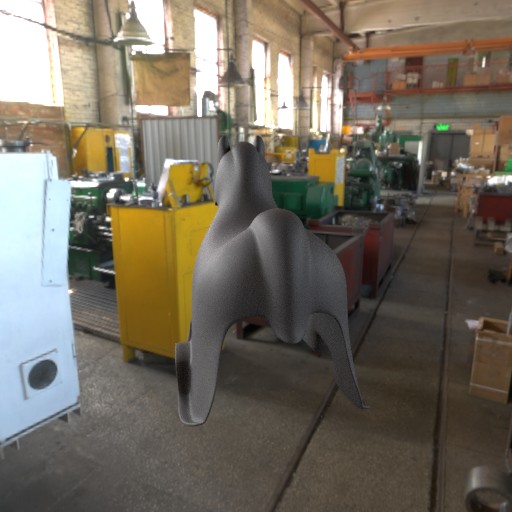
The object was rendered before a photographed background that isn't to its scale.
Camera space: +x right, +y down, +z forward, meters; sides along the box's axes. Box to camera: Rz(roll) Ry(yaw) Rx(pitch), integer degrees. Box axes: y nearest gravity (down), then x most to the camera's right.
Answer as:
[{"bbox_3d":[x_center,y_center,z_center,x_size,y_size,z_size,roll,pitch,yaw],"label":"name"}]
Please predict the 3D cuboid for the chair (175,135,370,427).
[{"bbox_3d":[0.000,0.000,1.145,0.429,0.612,0.800,-2,14,-9],"label":"chair"}]
